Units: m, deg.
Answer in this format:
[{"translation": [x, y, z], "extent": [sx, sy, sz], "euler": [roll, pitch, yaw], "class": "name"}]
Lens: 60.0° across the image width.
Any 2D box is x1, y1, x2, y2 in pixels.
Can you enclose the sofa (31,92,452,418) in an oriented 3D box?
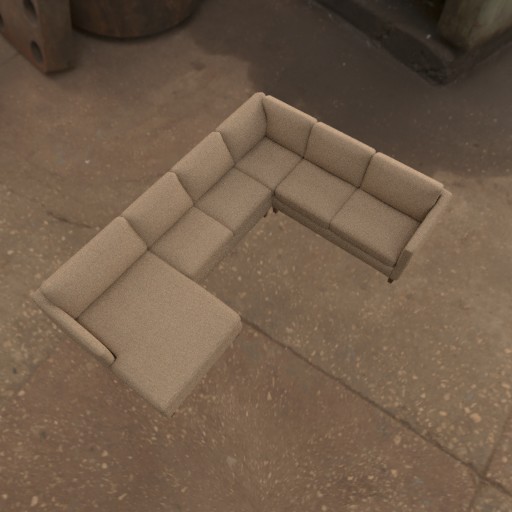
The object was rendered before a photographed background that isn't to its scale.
[{"translation": [0.000, 0.000, 4.446], "extent": [2.551, 0.889, 3.403], "euler": [33, 65, 18], "class": "sofa"}]
